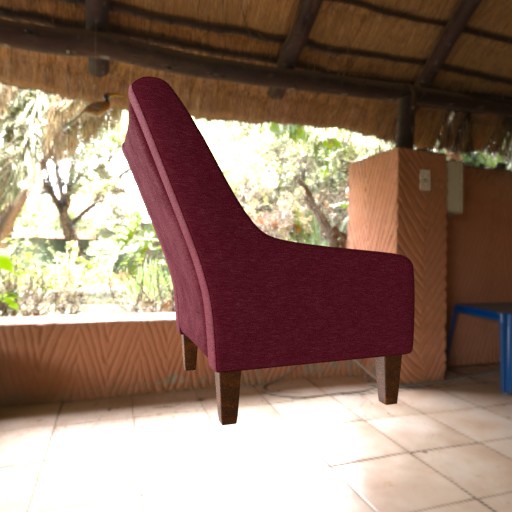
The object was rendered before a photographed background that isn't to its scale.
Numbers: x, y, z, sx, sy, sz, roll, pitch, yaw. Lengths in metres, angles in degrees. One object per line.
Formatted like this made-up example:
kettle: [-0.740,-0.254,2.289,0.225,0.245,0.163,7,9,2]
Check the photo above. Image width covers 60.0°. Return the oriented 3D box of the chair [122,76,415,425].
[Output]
chair: [0.000,0.000,1.731,0.985,1.017,0.793,0,0,-18]
